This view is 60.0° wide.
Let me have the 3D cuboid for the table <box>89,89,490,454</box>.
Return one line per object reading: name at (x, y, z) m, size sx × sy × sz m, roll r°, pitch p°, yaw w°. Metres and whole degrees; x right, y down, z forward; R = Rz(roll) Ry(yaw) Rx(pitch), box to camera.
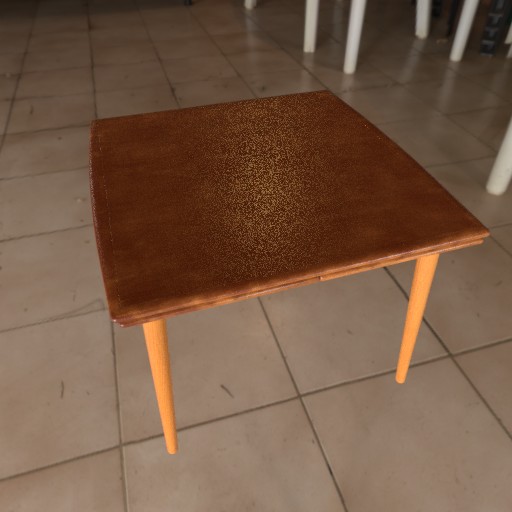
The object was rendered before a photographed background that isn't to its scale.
table at (0.000, 0.000, 1.619) m, size 0.991 × 0.754 × 0.991 m, roll -12°, pitch 43°, yaw -13°
